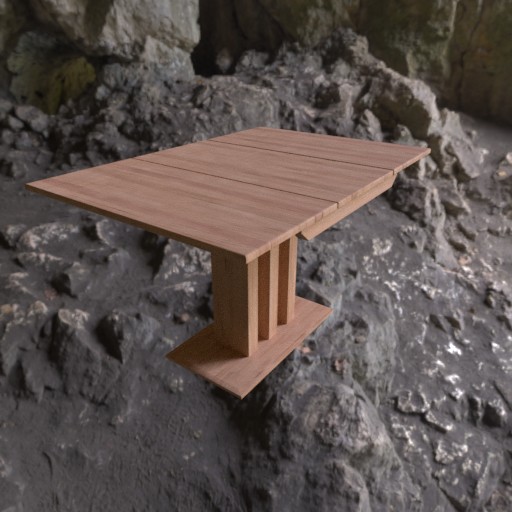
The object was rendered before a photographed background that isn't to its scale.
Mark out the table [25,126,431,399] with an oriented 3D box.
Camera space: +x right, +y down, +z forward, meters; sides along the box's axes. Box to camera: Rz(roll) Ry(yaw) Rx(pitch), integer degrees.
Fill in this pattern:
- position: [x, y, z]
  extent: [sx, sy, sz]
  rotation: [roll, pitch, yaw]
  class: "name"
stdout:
- position: [0.000, 0.000, 1.828]
  extent: [0.900, 0.770, 1.300]
  rotation: [18, 31, 32]
  class: "table"
